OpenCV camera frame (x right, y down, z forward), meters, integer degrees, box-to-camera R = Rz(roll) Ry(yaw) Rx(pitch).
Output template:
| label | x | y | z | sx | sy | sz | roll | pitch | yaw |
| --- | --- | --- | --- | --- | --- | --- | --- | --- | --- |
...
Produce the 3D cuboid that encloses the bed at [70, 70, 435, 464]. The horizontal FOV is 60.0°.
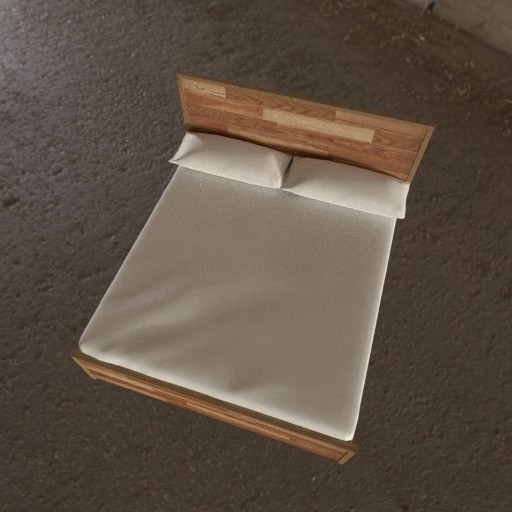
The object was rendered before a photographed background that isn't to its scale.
| label | x | y | z | sx | sy | sz | roll | pitch | yaw |
| --- | --- | --- | --- | --- | --- | --- | --- | --- | --- |
| bed | 0.000 | 0.000 | 3.348 | 2.013 | 1.295 | 2.184 | 15 | 58 | 10 |
